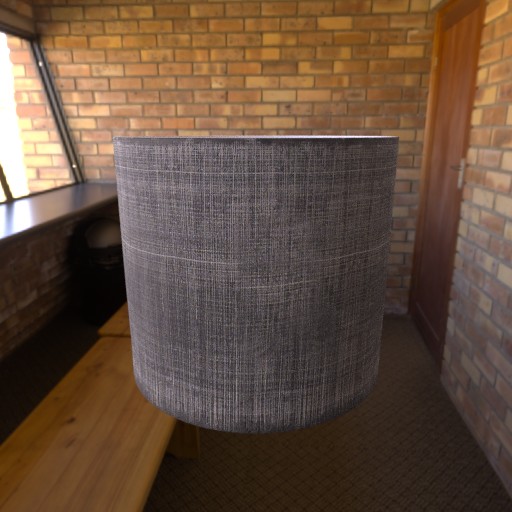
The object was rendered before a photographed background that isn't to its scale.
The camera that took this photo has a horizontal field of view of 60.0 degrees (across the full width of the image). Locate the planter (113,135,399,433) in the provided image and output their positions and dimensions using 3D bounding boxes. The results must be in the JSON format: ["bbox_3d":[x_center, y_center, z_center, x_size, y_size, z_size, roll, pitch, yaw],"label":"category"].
[{"bbox_3d":[0.000,0.000,0.385,0.221,0.201,0.221,0,16,0],"label":"planter"}]
